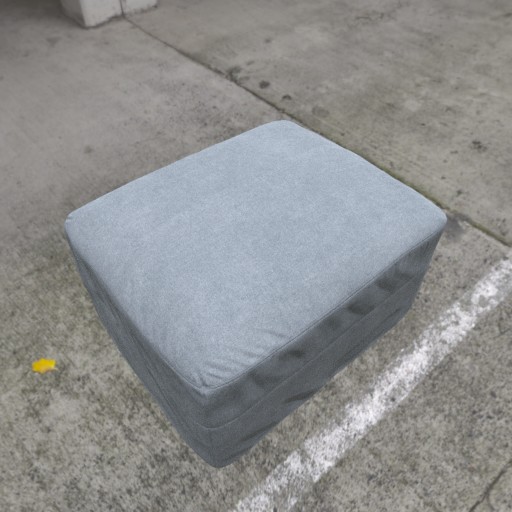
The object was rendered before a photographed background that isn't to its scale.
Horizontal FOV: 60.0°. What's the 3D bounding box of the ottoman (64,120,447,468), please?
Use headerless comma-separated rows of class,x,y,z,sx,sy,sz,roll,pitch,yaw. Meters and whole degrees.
ottoman,0.000,0.000,1.257,0.837,0.481,0.683,-31,54,-26
